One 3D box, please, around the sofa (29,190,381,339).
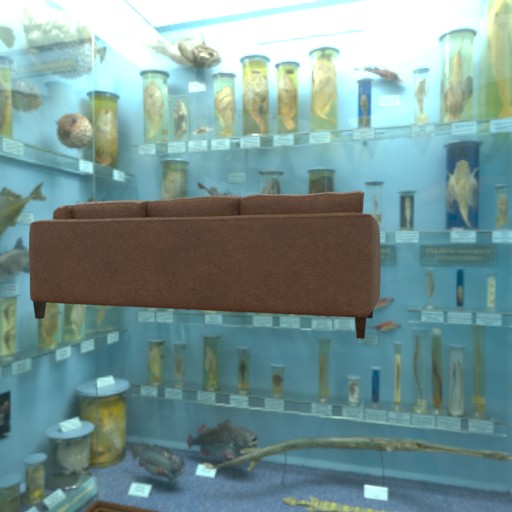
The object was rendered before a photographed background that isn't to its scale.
[{"bbox_3d":[0.000,0.000,4.622,2.593,0.923,3.460,0,1,18],"label":"sofa"}]
